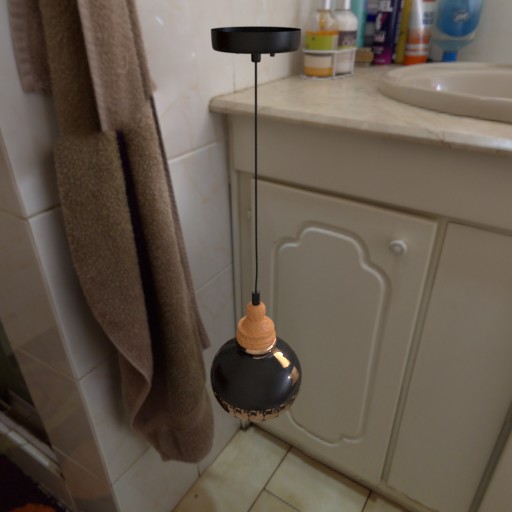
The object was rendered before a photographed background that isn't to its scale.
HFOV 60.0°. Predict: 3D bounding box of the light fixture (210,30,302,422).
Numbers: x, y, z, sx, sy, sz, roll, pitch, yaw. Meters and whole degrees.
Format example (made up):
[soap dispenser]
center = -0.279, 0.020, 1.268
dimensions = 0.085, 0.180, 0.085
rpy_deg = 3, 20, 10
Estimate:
[light fixture]
center = 0.000, 0.000, 1.760
dimensions = 0.430, 1.606, 0.430
rpy_deg = 20, 36, 30
